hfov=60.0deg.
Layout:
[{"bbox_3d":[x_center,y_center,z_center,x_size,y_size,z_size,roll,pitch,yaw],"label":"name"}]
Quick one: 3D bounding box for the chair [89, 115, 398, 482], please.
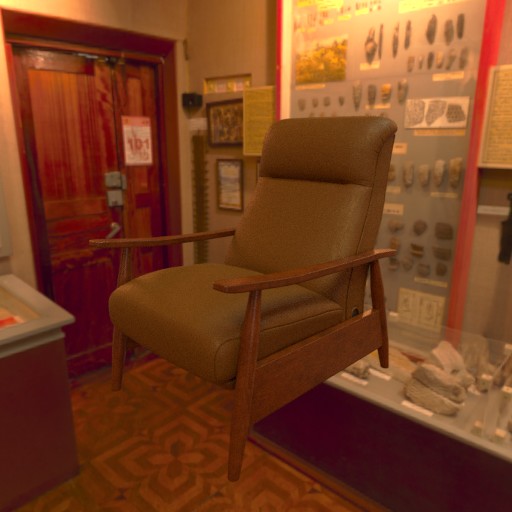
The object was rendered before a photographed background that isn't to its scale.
[{"bbox_3d":[0.000,0.000,1.762,0.762,1.082,1.014,14,21,42],"label":"chair"}]
